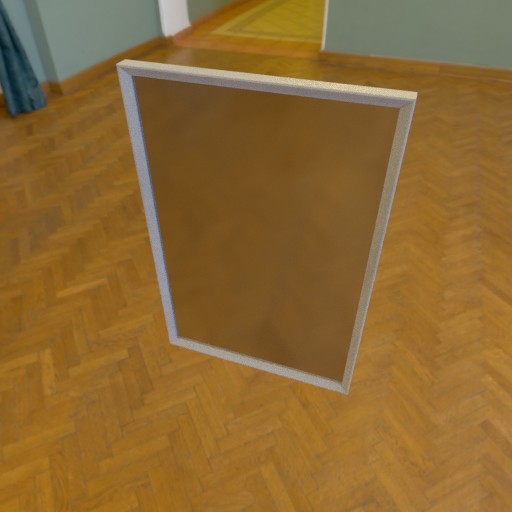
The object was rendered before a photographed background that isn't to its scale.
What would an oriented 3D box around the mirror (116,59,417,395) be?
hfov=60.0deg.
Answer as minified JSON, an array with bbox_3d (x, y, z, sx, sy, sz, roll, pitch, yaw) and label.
[{"bbox_3d":[0.000,0.000,1.162,0.609,0.915,0.041,13,41,15],"label":"mirror"}]
